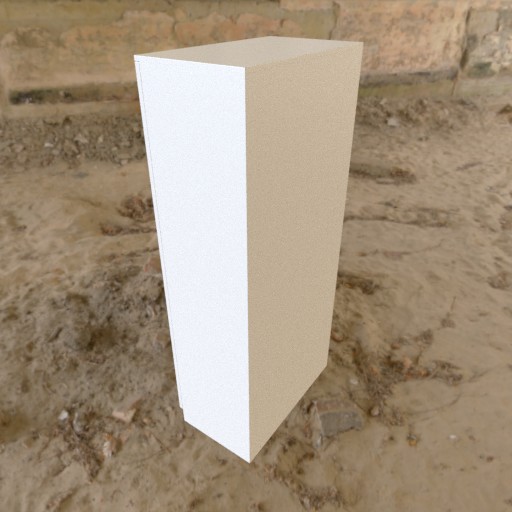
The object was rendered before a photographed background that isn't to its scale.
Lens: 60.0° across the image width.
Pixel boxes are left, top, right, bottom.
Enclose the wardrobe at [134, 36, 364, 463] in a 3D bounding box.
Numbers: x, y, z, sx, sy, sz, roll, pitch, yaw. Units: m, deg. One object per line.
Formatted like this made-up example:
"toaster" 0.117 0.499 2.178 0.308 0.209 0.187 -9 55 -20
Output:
"wardrobe" 0.000 0.000 1.987 0.470 1.700 0.760 20 37 30
